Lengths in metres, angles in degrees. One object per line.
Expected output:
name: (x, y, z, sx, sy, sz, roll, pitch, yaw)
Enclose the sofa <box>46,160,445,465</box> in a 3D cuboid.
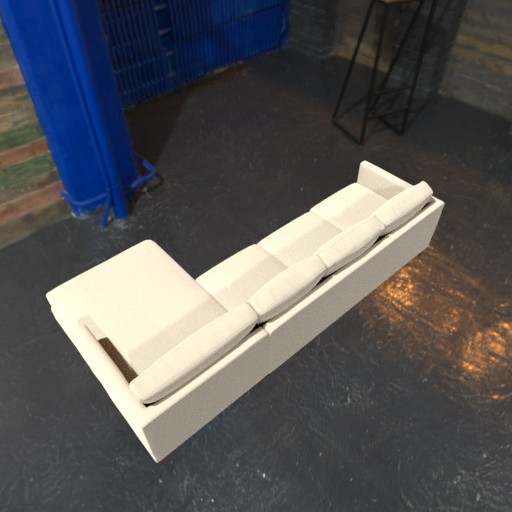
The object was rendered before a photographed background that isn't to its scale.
sofa: (0.000, 0.000, 3.901, 3.186, 0.861, 1.625, -32, 54, -27)
